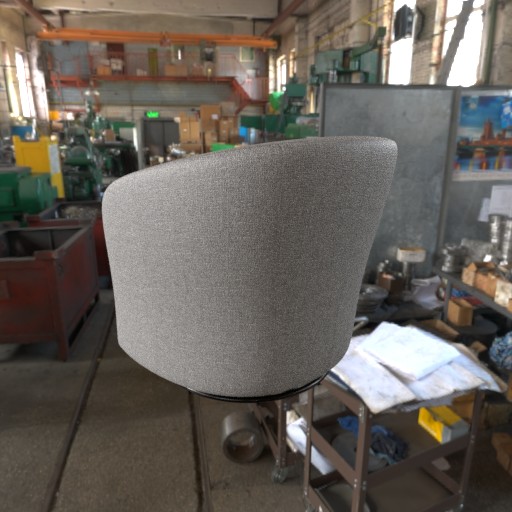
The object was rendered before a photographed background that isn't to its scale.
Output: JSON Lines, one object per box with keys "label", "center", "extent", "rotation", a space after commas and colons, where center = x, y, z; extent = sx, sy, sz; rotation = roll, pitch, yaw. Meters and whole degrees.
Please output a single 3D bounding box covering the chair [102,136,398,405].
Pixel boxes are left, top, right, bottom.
{"label": "chair", "center": [0.000, 0.000, 1.464], "extent": [0.791, 0.771, 0.815], "rotation": [-15, 21, -42]}
